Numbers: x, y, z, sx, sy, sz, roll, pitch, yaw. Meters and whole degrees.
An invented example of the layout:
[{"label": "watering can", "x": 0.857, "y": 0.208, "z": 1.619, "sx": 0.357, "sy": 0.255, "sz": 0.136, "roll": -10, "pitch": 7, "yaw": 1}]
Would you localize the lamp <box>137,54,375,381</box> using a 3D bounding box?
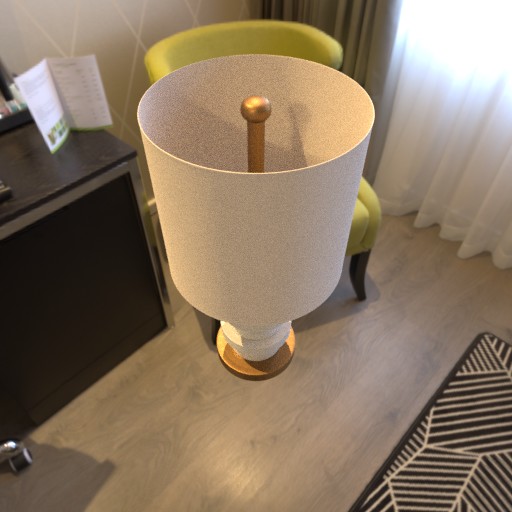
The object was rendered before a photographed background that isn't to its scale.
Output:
[{"label": "lamp", "x": 0.000, "y": 0.000, "z": 0.544, "sx": 0.210, "sy": 0.410, "sz": 0.210, "roll": 10, "pitch": 48, "yaw": 9}]
